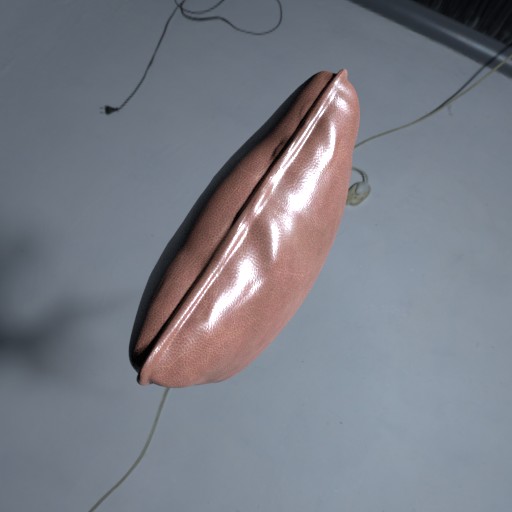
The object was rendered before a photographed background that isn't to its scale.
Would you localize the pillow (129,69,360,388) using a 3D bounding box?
[{"bbox_3d":[0.000,0.000,0.825,0.236,0.523,0.532,31,78,7],"label":"pillow"}]
